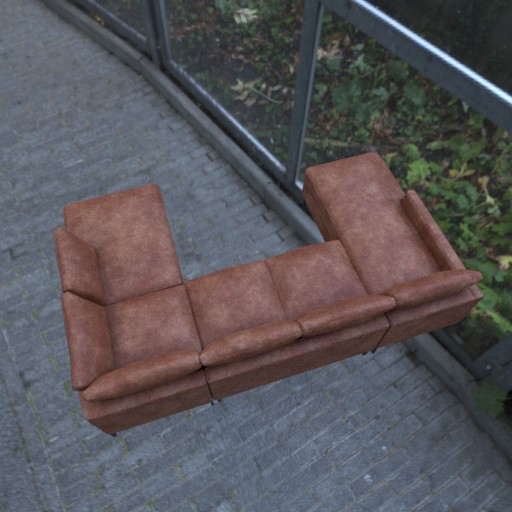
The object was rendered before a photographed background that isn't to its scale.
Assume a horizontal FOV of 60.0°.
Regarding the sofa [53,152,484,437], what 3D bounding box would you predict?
[{"bbox_3d":[0.000,0.000,3.683,2.956,0.900,1.939,-15,60,-9],"label":"sofa"}]
